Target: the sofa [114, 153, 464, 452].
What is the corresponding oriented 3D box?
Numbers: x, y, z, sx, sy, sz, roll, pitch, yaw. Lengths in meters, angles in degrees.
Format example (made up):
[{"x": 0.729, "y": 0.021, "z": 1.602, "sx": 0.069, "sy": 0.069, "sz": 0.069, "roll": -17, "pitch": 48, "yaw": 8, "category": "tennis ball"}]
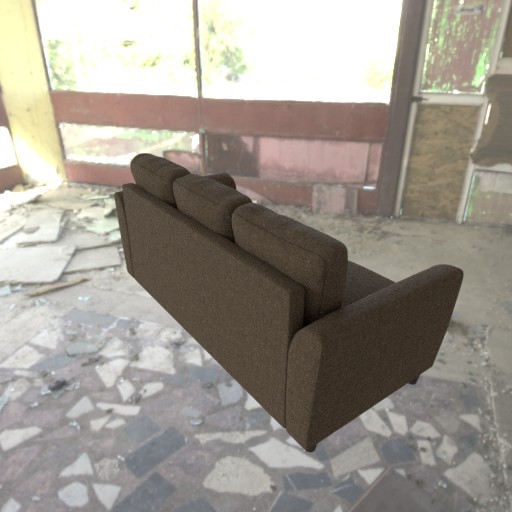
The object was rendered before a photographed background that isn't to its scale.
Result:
[{"x": 0.000, "y": 0.000, "z": 2.366, "sx": 0.837, "sy": 0.891, "sz": 1.847, "roll": -18, "pitch": 31, "yaw": -32, "category": "sofa"}]
